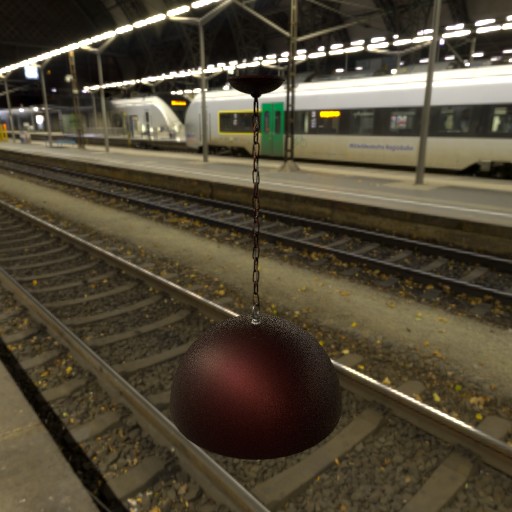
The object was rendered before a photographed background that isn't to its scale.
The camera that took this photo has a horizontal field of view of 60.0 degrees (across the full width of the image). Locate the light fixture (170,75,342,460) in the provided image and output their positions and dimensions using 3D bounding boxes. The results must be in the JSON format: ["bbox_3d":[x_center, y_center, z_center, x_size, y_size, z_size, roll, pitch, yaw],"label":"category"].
[{"bbox_3d":[0.000,0.000,1.164,0.492,0.869,0.492,8,18,26],"label":"light fixture"}]
